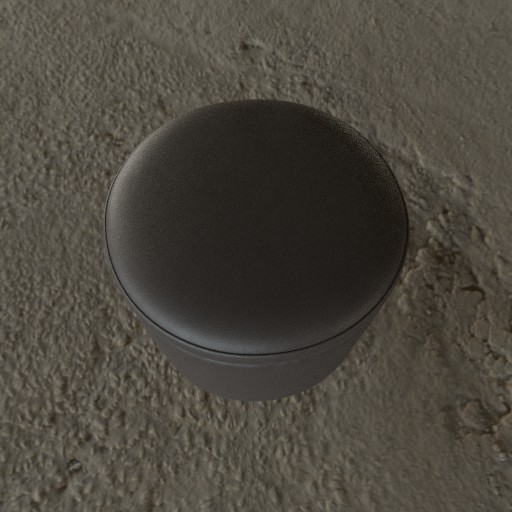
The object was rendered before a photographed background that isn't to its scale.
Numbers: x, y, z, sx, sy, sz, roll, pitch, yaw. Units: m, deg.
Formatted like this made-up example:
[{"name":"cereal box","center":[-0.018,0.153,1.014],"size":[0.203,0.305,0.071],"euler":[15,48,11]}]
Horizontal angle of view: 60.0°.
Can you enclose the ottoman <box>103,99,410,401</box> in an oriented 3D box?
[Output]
[{"name":"ottoman","center":[0.000,0.000,0.872],"size":[0.500,0.409,0.500],"euler":[0,63,0]}]
